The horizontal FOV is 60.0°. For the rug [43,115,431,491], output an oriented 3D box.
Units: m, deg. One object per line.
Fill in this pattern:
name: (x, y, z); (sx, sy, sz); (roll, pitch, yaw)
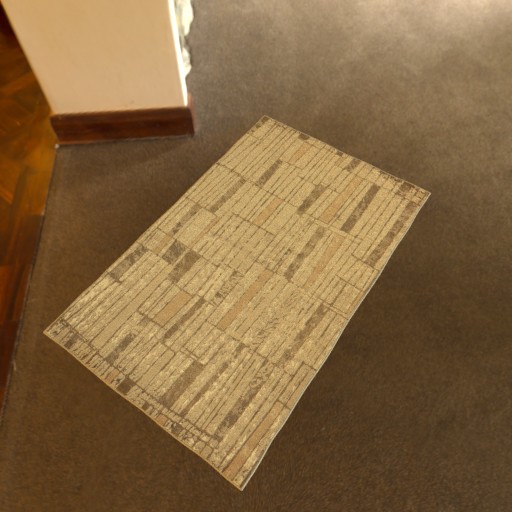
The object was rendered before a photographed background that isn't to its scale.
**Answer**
rug: (0.000, 0.000, 3.051); (1.531, 0.023, 2.444); (31, 62, 18)
